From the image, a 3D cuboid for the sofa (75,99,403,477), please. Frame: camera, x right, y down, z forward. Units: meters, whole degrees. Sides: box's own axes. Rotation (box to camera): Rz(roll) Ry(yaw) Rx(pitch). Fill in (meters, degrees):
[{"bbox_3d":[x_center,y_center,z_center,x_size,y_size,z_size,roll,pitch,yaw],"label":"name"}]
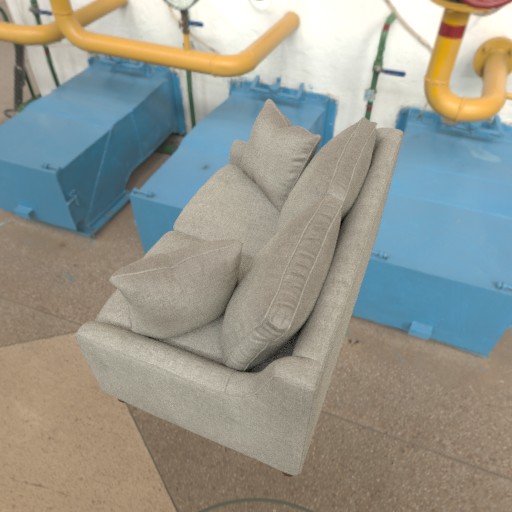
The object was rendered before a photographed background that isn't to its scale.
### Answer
[{"bbox_3d":[0.000,0.000,1.958,0.915,0.863,1.422,16,48,15],"label":"sofa"}]
